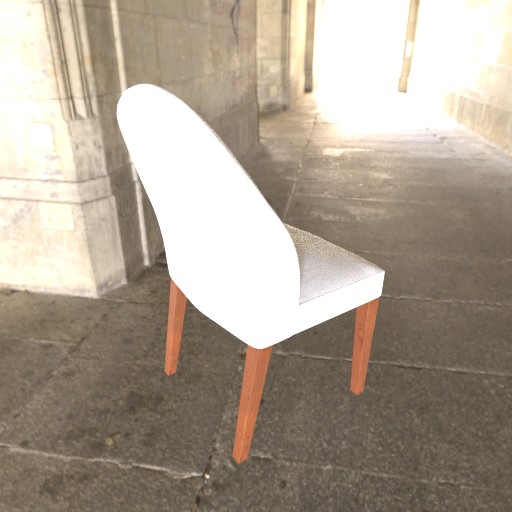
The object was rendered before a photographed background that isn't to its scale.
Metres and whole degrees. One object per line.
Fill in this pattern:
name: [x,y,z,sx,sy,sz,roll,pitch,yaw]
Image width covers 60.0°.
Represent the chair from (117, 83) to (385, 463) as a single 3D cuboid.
chair: [0.000,0.000,1.202,0.540,0.893,0.472,-17,30,-32]
